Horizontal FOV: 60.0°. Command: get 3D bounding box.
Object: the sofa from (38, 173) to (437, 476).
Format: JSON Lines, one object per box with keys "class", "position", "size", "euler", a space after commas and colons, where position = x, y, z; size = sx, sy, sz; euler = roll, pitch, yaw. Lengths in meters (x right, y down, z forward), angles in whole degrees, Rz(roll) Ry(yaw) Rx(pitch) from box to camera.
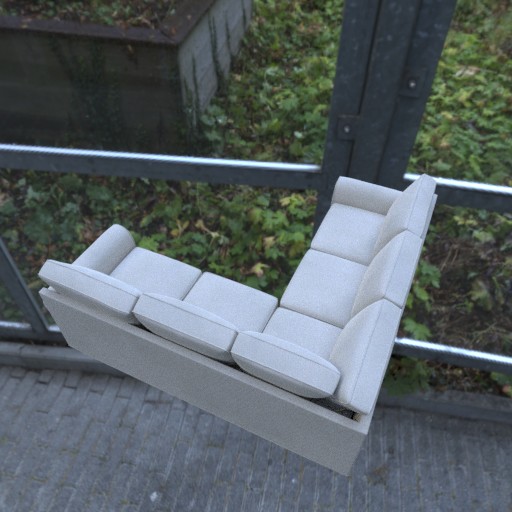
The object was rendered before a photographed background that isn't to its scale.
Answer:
{"class": "sofa", "position": [0.000, 0.000, 3.865], "size": [2.569, 1.054, 2.487], "euler": [19, 50, 17]}
